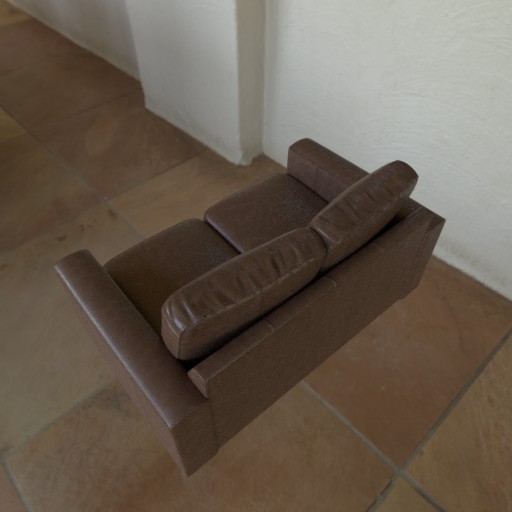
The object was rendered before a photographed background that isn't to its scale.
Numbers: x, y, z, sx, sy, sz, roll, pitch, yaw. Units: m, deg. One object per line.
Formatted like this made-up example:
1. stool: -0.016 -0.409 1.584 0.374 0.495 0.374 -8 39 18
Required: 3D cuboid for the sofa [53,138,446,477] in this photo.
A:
1. sofa: 0.000 0.000 2.180 1.616 0.873 1.016 -32 55 -26
